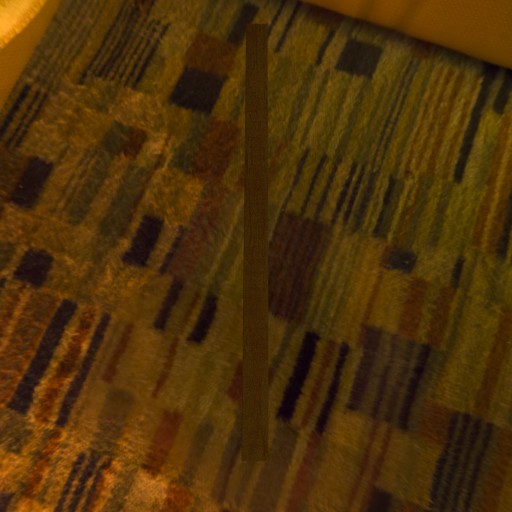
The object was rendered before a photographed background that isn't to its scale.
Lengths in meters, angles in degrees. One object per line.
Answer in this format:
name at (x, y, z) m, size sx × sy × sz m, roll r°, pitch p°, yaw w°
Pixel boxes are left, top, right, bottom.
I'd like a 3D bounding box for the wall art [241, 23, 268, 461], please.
wall art at (0.000, 0.000, 1.785) m, size 0.070 × 1.009 × 1.320 m, roll 0°, pitch 77°, yaw 0°
